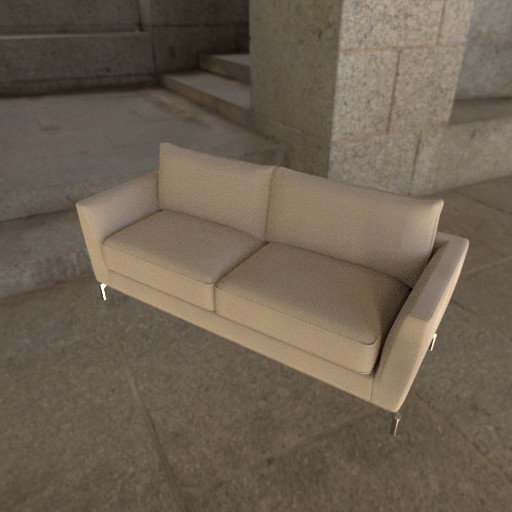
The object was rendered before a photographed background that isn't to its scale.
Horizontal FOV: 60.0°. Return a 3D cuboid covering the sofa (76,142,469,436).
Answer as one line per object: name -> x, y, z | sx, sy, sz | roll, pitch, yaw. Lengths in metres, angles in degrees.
sofa -> 0.000, 0.000, 2.717 | 2.214, 1.005, 0.868 | 18, 35, 28
